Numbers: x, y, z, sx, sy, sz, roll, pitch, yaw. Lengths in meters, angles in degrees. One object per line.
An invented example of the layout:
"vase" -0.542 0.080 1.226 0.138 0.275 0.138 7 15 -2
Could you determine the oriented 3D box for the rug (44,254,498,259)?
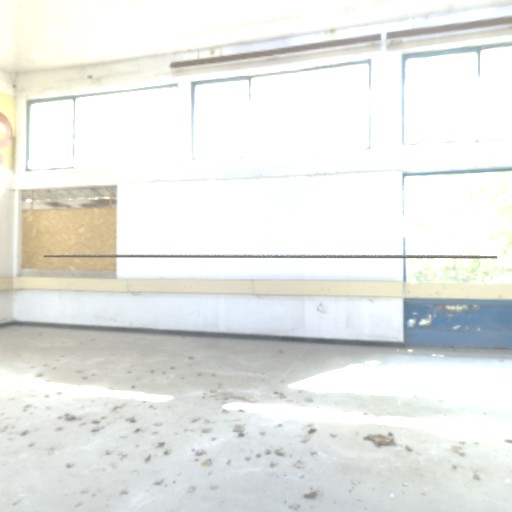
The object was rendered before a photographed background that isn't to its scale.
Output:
"rug" 0.000 0.000 1.981 1.827 0.012 0.553 0 0 17
